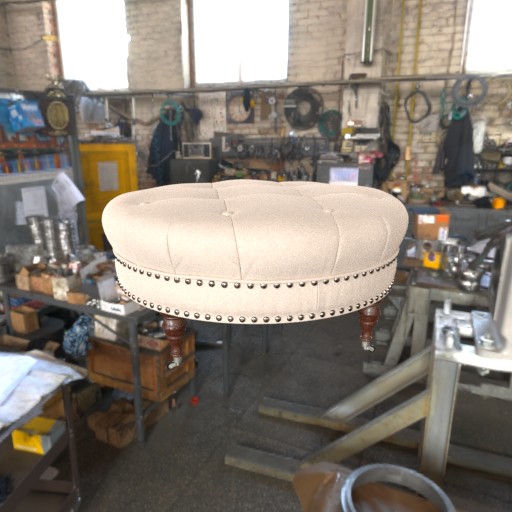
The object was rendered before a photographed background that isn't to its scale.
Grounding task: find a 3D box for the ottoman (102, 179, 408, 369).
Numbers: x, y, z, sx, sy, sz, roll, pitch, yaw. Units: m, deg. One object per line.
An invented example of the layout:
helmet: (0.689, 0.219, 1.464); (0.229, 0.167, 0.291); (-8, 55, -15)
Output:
ottoman: (0.000, 0.000, 1.405); (0.901, 0.439, 0.901); (0, 15, 0)
